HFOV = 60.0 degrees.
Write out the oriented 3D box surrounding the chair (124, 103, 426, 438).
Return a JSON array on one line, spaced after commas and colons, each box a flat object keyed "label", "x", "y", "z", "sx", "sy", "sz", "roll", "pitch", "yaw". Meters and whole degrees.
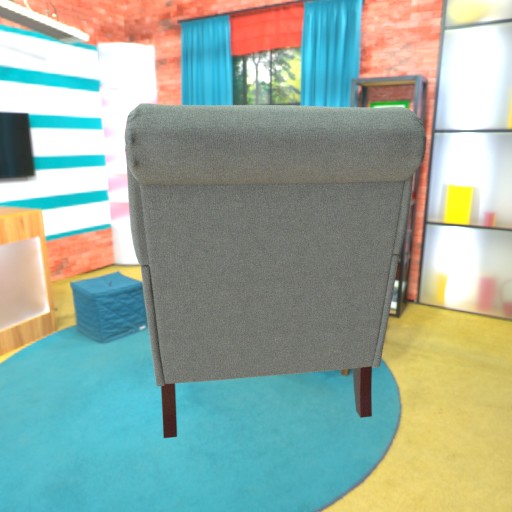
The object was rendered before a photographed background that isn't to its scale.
[{"label": "chair", "x": 0.000, "y": 0.000, "z": 1.915, "sx": 0.964, "sy": 1.178, "sz": 1.060, "roll": -2, "pitch": 15, "yaw": -9}]
